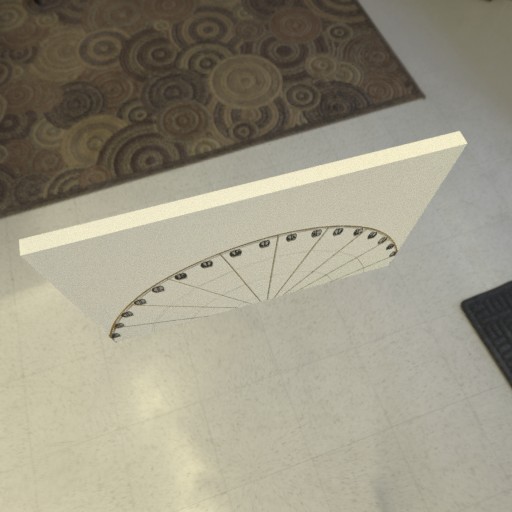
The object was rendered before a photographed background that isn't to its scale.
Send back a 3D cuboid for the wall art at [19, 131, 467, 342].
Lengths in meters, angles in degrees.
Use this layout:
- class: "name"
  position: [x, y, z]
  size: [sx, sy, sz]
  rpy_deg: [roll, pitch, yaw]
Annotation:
- class: "wall art"
  position: [0.000, 0.000, 1.132]
  size: [0.898, 0.601, 0.038]
  rpy_deg: [-15, 65, -7]
